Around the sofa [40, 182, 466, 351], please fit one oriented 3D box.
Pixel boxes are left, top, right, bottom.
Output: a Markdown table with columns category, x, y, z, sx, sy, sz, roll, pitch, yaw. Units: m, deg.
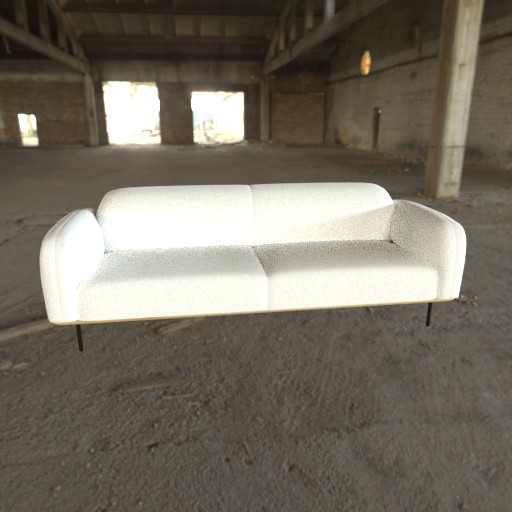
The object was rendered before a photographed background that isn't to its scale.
| category | x | y | z | sx | sy | sz | roll | pitch | yaw |
| --- | --- | --- | --- | --- | --- | --- | --- | --- | --- |
| sofa | 0.000 | 0.000 | 2.686 | 2.280 | 0.780 | 0.870 | -3 | 17 | -8 |
